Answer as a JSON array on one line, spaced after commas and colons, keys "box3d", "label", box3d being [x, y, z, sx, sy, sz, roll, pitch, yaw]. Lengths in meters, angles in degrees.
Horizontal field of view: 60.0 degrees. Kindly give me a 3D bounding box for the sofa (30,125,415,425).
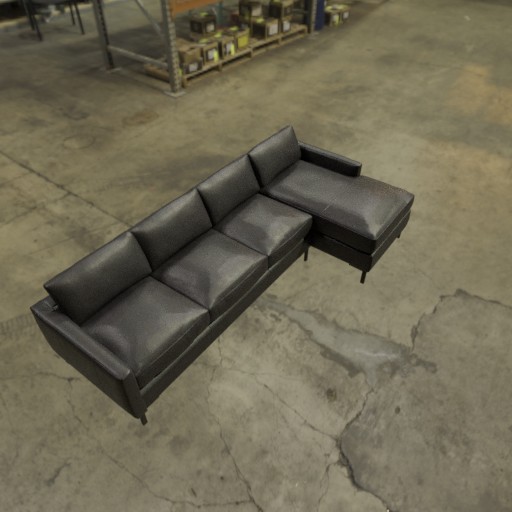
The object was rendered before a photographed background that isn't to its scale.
[{"box3d": [0.000, 0.000, 3.570, 1.471, 0.859, 2.993, 27, 49, 26], "label": "sofa"}]
